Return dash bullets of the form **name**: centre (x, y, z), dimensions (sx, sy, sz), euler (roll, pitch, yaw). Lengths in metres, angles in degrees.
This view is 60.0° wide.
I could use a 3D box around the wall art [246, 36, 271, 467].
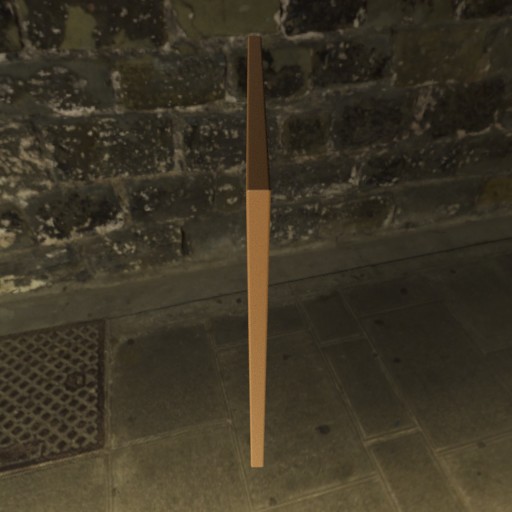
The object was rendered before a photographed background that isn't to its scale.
- **wall art**: centre (0.000, 0.000, 0.729), dimensions (0.021, 0.550, 0.449), euler (0, 42, 0)
